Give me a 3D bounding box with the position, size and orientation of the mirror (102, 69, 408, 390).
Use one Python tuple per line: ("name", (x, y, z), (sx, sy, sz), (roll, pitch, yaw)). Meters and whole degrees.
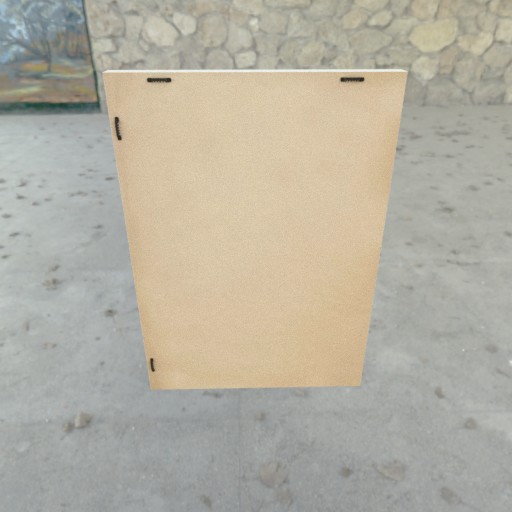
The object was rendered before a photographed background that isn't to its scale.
("mirror", (0.000, 0.000, 0.917), (0.507, 0.710, 0.039), (-1, 28, -1))
